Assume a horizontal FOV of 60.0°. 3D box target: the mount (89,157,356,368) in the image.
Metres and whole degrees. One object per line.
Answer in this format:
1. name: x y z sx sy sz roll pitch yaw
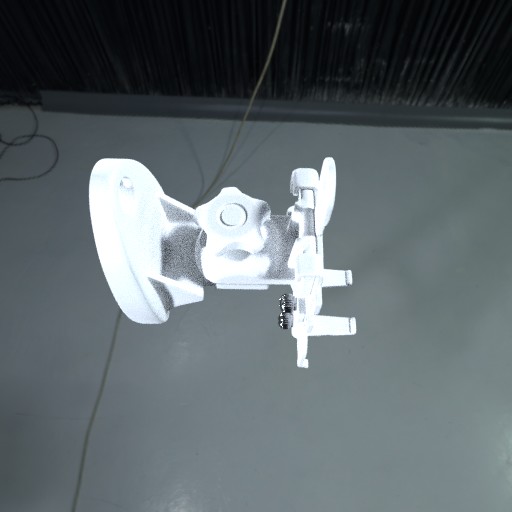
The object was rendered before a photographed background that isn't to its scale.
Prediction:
1. mount: 0.000 0.000 0.182 0.100 0.118 0.066 1 64 0
